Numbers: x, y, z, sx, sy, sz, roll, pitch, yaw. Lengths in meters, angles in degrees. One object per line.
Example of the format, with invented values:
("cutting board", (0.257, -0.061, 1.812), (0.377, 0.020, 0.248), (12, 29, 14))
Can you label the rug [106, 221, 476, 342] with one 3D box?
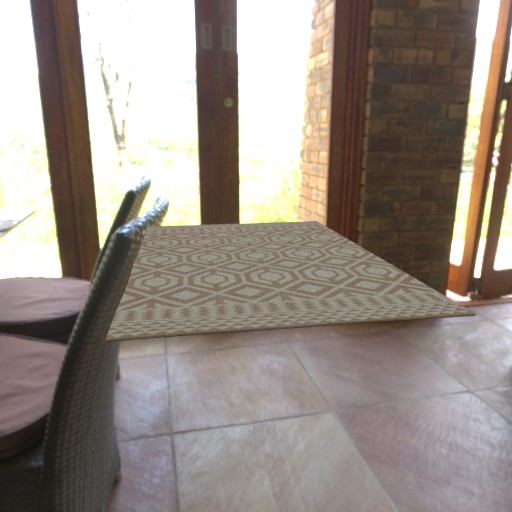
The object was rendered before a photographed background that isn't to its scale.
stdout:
("rug", (0.000, 0.000, 2.290), (1.219, 0.008, 1.829), (-2, 15, -9))
